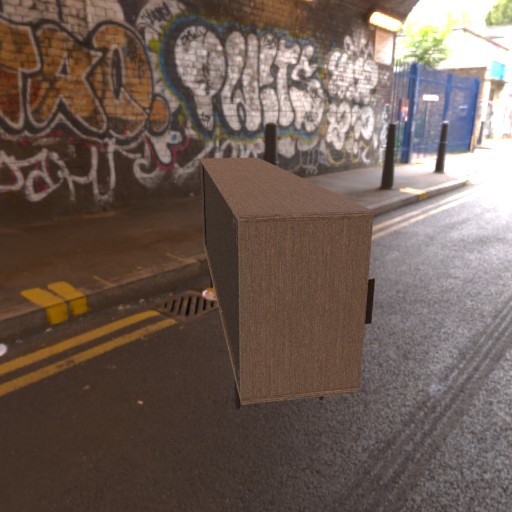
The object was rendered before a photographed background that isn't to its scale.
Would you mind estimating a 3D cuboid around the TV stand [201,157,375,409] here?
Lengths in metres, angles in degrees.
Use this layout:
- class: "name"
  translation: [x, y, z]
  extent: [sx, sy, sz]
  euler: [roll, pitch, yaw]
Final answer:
- class: "TV stand"
  translation: [0.000, 0.000, 2.147]
  extent: [0.405, 0.787, 1.804]
  euler: [-3, 17, -9]
